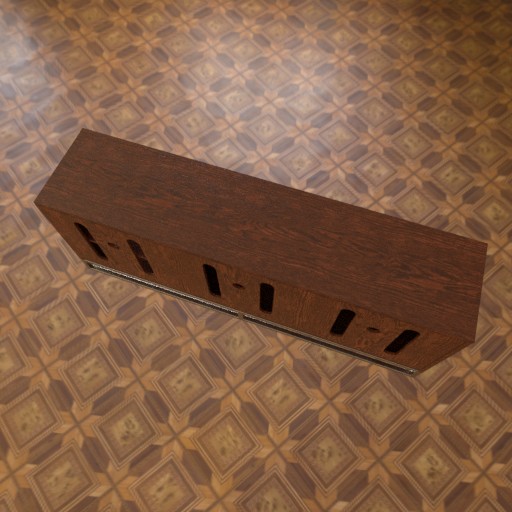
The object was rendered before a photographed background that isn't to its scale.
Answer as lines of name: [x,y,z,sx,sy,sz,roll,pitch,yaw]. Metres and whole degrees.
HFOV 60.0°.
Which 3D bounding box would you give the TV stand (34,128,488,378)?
TV stand: [0.000,0.000,1.797,1.541,0.578,0.382,17,66,8]
